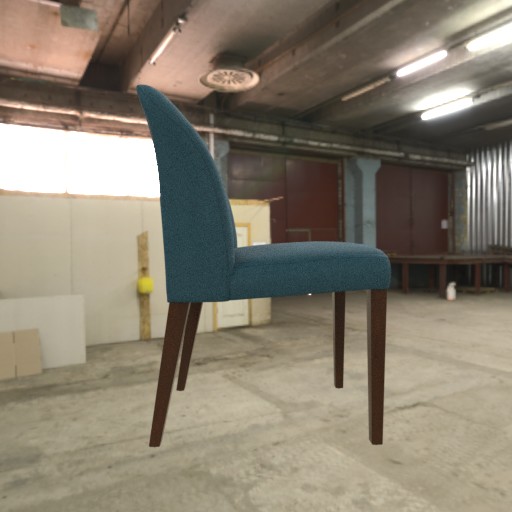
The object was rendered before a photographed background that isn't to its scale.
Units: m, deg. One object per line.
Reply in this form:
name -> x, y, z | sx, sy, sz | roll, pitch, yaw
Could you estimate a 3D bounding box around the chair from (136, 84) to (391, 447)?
chair -> 0.000, 0.000, 1.235 | 0.620, 0.879, 0.507 | 0, 1, -1
